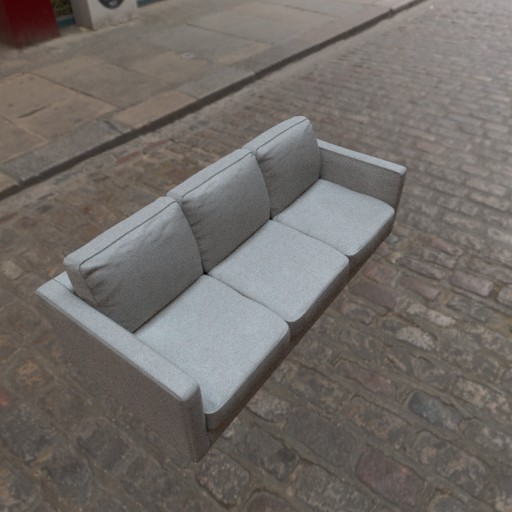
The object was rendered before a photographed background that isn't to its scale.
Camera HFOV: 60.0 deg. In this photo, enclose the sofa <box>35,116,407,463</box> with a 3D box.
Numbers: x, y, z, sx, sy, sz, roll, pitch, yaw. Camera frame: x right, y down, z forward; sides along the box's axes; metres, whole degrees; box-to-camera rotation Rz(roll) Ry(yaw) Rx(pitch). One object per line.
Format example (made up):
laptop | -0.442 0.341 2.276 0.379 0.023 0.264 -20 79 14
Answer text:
sofa | 0.000 0.000 2.481 0.944 0.918 1.983 26 48 27
